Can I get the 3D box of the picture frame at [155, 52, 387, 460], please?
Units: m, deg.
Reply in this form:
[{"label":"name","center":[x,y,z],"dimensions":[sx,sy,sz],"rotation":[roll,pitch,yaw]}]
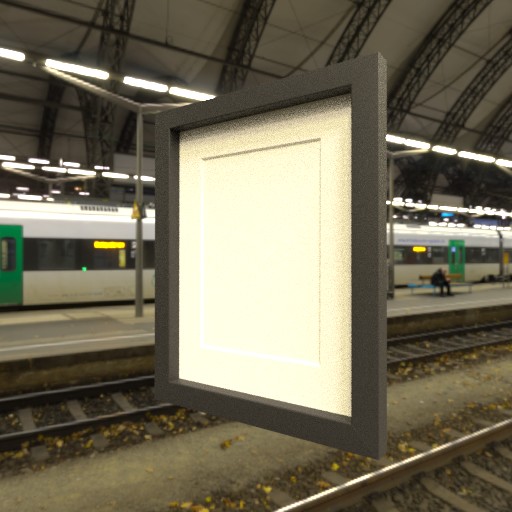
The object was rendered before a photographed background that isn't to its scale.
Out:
[{"label":"picture frame","center":[0.000,0.000,0.518],"dimensions":[0.307,0.383,0.036],"rotation":[0,0,35]}]
